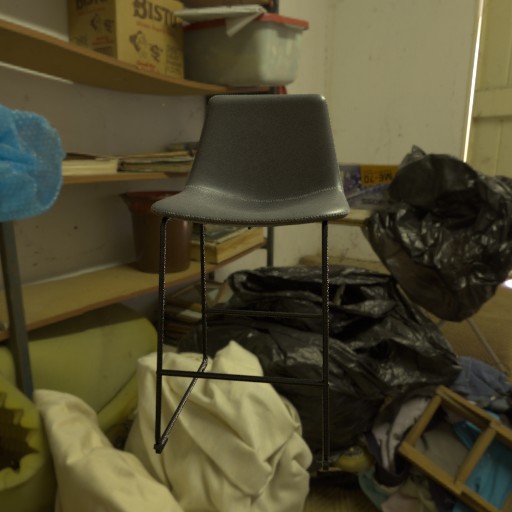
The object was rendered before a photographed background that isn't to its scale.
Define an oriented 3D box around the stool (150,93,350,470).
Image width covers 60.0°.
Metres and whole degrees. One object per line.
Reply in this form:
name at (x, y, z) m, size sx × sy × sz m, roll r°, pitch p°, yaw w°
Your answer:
stool at (0.000, 0.000, 1.194) m, size 0.470 × 0.876 × 0.546 m, roll 2°, pitch 14°, yaw 8°
